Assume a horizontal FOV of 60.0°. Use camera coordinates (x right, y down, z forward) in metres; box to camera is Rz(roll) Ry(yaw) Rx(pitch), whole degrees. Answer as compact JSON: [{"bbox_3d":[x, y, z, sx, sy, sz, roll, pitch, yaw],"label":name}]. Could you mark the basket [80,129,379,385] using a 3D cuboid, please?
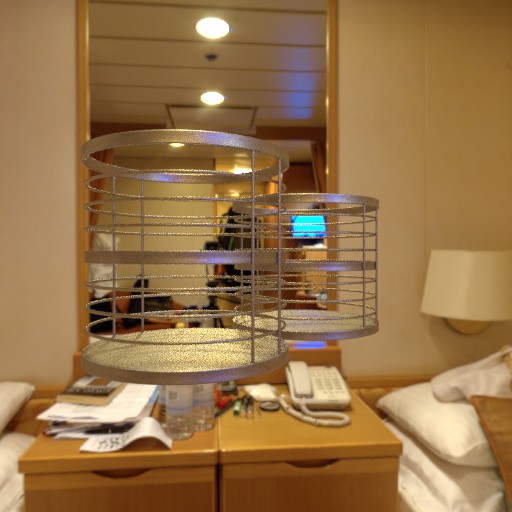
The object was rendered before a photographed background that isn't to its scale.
[{"bbox_3d":[0.000,0.000,0.938,0.356,0.351,0.746,0,0,38],"label":"basket"}]
